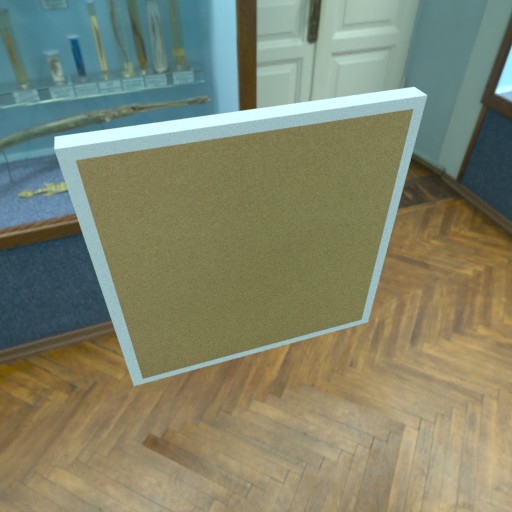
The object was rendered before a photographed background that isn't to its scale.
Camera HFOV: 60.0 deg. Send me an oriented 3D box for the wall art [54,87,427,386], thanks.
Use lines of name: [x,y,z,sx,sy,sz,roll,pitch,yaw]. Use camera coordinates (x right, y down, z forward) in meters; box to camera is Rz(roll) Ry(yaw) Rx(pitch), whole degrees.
wall art: [0.000,0.000,0.459,0.307,0.307,0.020,-12,43,-13]
